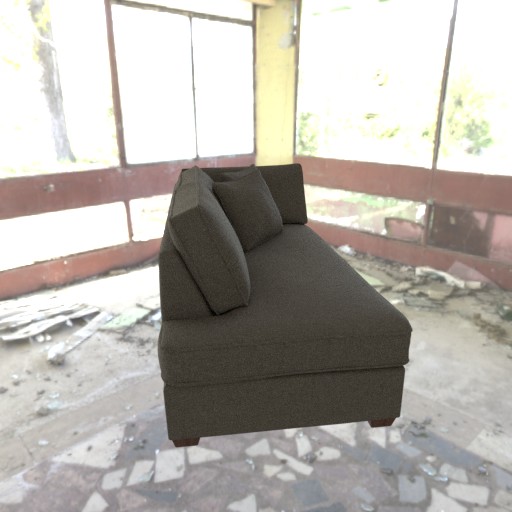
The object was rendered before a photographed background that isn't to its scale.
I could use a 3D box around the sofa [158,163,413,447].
[{"bbox_3d":[0.000,0.000,2.850,1.110,1.033,2.237,-2,18,-7],"label":"sofa"}]
